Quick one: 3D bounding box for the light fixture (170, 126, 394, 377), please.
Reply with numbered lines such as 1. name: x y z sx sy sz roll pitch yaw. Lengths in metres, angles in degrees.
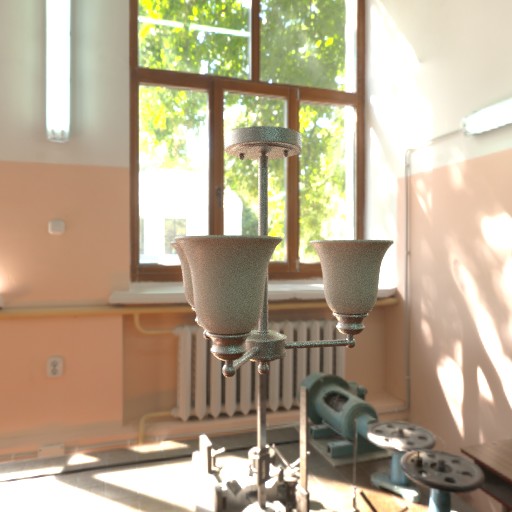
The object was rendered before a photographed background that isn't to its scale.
1. light fixture: 0.000 0.000 0.658 0.388 0.370 0.354 0 0 18
